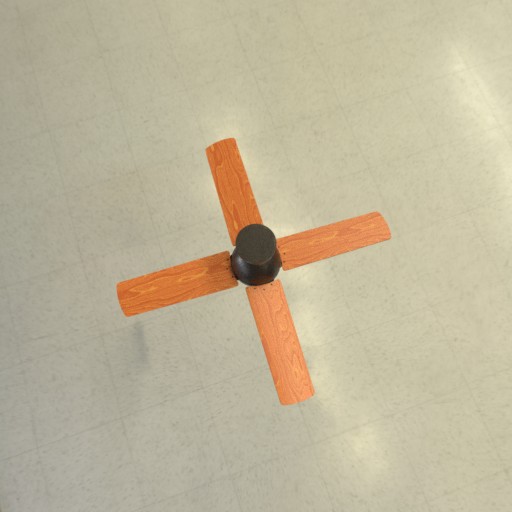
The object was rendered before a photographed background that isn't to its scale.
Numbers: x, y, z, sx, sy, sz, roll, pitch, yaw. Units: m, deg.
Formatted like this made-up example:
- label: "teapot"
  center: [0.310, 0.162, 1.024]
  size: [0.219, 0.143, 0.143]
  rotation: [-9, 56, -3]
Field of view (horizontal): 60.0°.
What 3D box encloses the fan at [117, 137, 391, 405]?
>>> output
- label: "fan"
  center: [0.000, 0.000, 2.018]
  size: [1.332, 0.403, 1.332]
  rotation: [-16, 75, -4]
